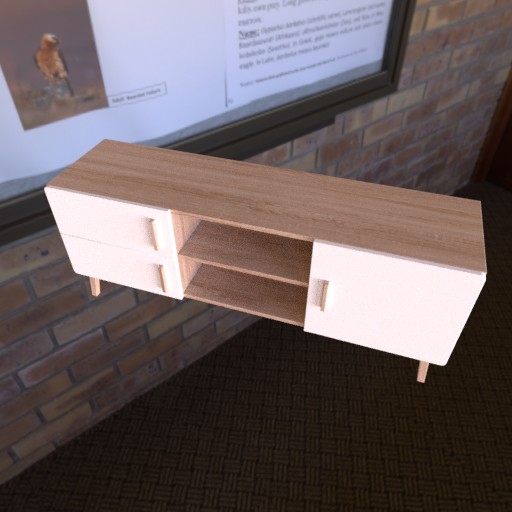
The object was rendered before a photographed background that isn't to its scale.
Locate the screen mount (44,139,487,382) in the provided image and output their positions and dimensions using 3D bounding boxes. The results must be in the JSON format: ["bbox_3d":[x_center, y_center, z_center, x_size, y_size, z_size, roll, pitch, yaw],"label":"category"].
[{"bbox_3d":[0.000,0.000,1.751,1.500,0.570,0.420,12,43,14],"label":"screen mount"}]
